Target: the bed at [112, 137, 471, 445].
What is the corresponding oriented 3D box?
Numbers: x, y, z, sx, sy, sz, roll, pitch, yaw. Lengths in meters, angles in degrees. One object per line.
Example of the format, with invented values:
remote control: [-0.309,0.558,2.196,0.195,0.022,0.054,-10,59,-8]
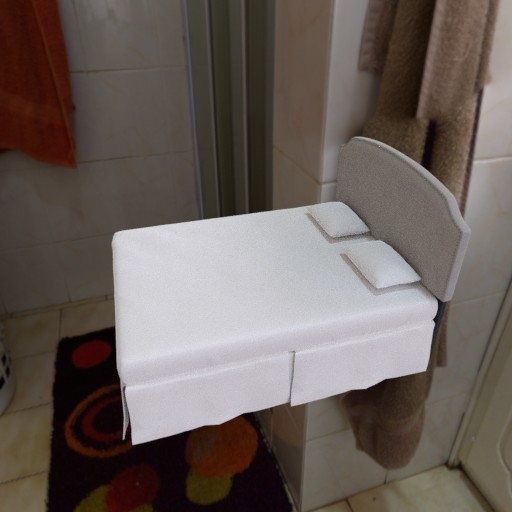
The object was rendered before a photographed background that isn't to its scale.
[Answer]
bed: [0.000,0.000,3.014,1.999,1.270,1.558,-9,33,-14]
